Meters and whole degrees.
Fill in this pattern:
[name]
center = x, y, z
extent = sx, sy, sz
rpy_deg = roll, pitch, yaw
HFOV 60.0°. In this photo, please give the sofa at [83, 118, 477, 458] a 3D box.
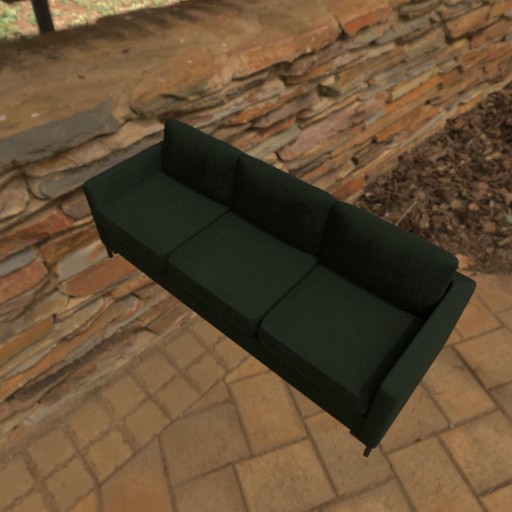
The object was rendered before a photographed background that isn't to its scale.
[sofa]
center = 0.000, 0.000, 2.654
extent = 2.218, 0.870, 0.859
rpy_deg = 32, 54, 27
